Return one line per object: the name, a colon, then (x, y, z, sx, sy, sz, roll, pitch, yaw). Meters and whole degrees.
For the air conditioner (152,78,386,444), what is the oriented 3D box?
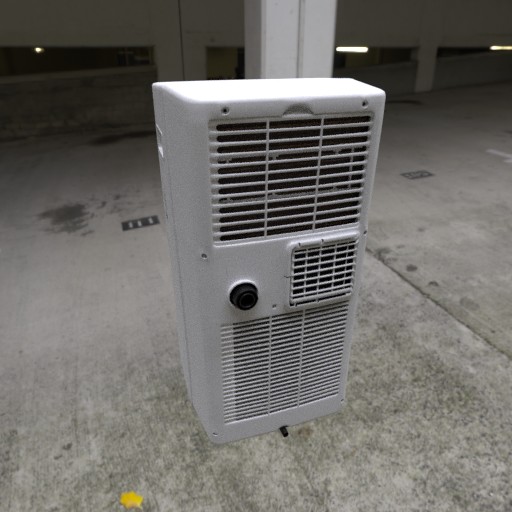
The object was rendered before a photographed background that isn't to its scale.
air conditioner: (0.000, 0.000, 0.815, 0.304, 0.606, 0.349, -9, 27, -18)
